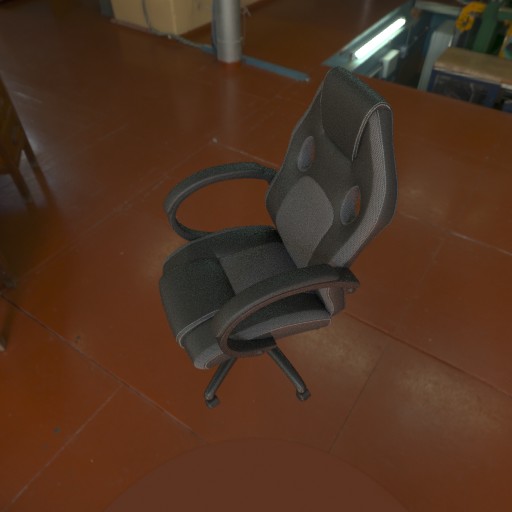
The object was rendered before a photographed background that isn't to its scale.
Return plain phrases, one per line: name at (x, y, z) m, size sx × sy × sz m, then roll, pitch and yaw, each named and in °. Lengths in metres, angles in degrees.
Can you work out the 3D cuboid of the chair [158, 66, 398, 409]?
chair at (0.000, 0.000, 1.612) m, size 0.724 × 1.187 × 0.673 m, roll -16°, pitch 48°, yaw -15°
